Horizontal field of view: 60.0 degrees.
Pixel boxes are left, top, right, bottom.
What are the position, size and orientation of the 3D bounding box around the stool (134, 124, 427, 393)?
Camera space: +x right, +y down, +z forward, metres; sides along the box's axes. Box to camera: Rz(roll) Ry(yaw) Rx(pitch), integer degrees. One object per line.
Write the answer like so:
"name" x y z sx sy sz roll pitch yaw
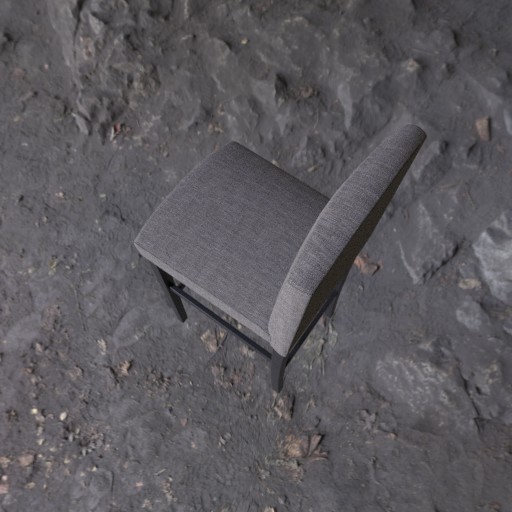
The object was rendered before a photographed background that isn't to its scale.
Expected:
"stool" 0.000 0.000 1.362 0.552 1.138 0.451 33 68 15
